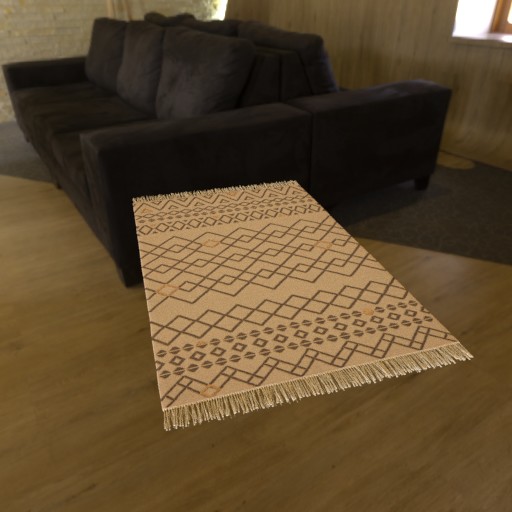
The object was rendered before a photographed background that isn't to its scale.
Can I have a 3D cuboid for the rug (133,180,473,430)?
[{"bbox_3d":[0.000,0.000,2.440,1.224,0.028,2.023,-9,32,-14],"label":"rug"}]
